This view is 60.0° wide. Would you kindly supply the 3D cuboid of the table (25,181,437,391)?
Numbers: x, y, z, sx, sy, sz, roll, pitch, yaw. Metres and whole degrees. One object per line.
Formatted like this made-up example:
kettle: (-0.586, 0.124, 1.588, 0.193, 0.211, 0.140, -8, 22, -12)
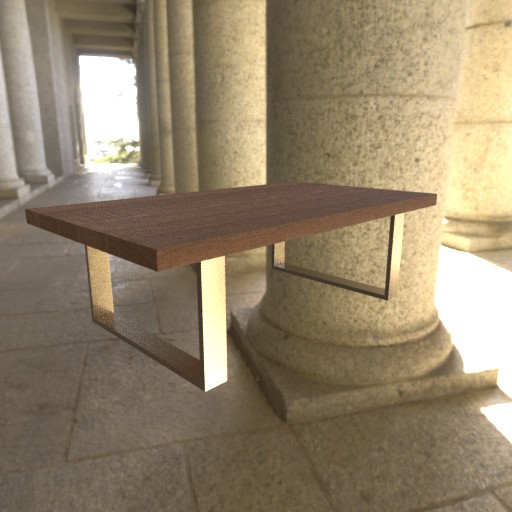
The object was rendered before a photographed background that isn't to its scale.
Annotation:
table: (0.000, 0.000, 1.752, 1.400, 0.440, 0.800, -14, 21, -43)
